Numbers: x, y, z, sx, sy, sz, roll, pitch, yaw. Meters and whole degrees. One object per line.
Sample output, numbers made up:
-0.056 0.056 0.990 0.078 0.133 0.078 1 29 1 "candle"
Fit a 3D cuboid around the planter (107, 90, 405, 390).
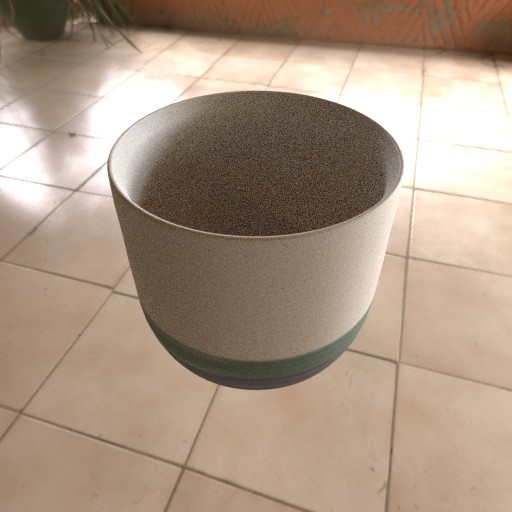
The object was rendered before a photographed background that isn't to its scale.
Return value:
0.000 0.000 0.496 0.268 0.270 0.268 0 42 0 "planter"
